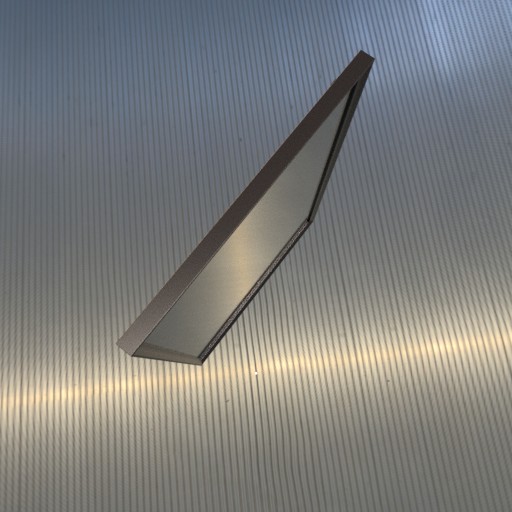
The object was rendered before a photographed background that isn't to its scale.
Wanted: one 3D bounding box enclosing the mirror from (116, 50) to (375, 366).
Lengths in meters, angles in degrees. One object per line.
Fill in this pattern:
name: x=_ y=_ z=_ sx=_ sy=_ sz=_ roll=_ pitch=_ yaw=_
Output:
mirror: x=0.000 y=0.000 z=1.338 sx=0.041 sy=1.016 sz=0.762 roll=37 pitch=78 yaw=9
